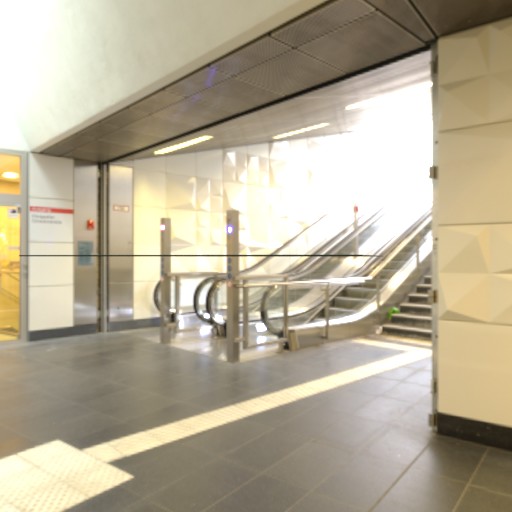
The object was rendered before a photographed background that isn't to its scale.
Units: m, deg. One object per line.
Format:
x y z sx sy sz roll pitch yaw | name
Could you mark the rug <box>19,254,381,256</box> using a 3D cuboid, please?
0.000 0.000 2.271 1.200 0.005 1.819 0 0 18 | rug
